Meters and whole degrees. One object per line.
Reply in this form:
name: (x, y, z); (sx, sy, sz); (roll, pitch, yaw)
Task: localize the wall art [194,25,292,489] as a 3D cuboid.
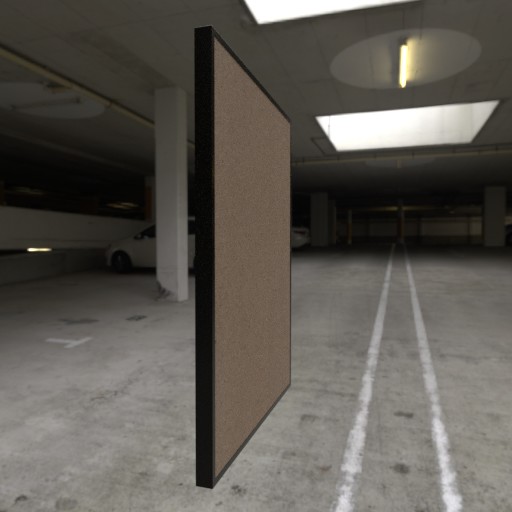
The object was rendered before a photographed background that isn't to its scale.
wall art: (0.000, 0.000, 1.379); (0.043, 1.046, 0.788); (0, 1, 18)
